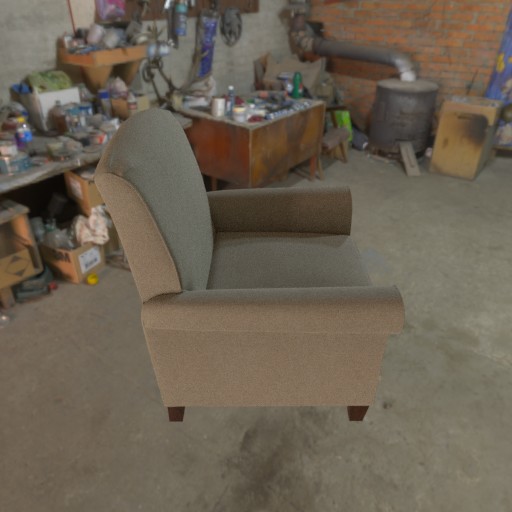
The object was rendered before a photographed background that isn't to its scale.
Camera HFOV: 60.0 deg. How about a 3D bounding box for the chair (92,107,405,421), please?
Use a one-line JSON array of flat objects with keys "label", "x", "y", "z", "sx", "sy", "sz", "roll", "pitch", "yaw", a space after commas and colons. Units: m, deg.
[{"label": "chair", "x": 0.000, "y": 0.000, "z": 1.741, "sx": 0.905, "sy": 1.061, "sz": 0.978, "roll": 0, "pitch": 30, "yaw": 0}]
